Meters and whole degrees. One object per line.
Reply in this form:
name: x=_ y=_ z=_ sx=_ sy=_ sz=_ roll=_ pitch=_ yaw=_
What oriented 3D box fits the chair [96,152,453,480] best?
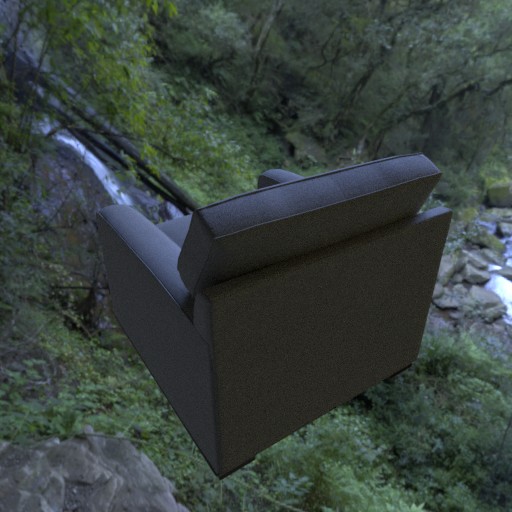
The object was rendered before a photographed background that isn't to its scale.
chair: x=0.000 y=0.000 z=1.830 sx=0.999 sy=0.934 sz=1.044 roll=-18 pitch=35 yaw=-29
